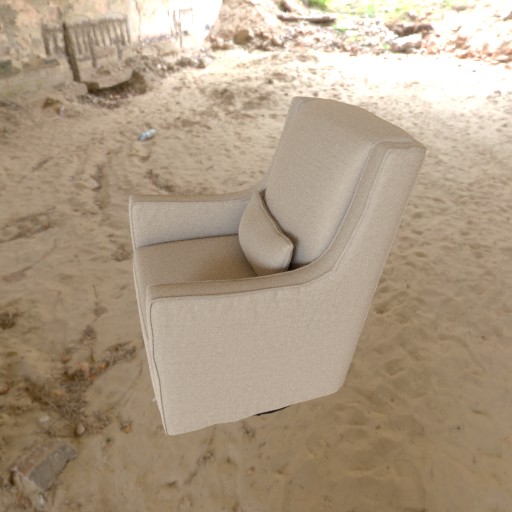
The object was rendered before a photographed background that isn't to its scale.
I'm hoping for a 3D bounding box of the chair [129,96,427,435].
[{"bbox_3d":[0.000,0.000,1.622,0.879,0.993,0.732,-10,33,-15],"label":"chair"}]
